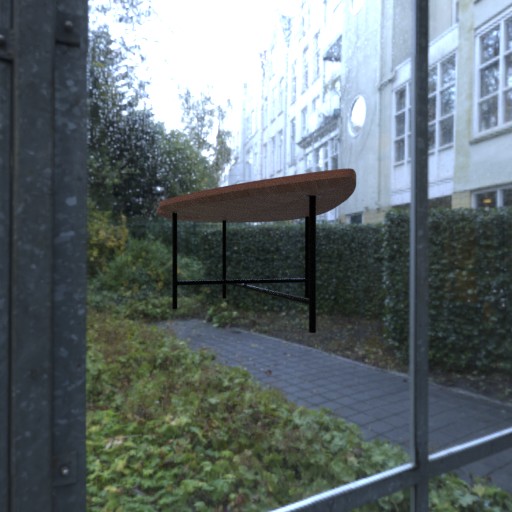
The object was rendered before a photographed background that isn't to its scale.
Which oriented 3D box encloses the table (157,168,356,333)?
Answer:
[{"bbox_3d":[0.000,0.000,1.462,0.598,0.360,1.199,0,0,-19],"label":"table"}]
